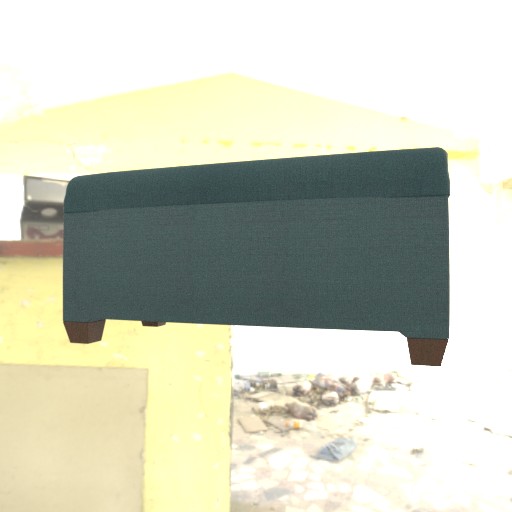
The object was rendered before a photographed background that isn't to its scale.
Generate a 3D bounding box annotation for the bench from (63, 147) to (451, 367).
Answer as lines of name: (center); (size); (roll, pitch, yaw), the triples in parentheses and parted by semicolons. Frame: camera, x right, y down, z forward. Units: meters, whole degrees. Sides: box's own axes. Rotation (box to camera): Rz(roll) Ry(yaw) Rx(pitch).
bench: (0.000, 0.000, 1.256); (0.995, 0.474, 0.476); (0, -1, 18)
